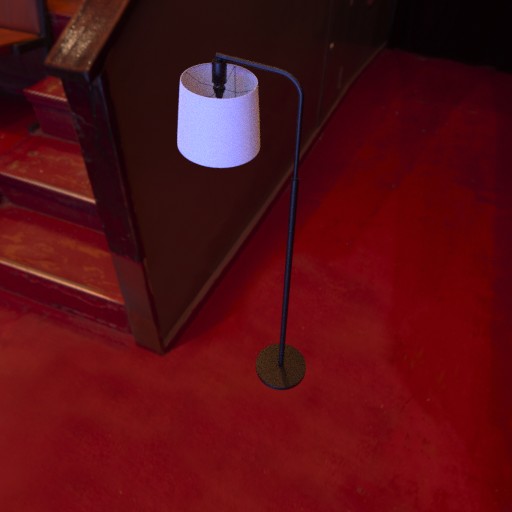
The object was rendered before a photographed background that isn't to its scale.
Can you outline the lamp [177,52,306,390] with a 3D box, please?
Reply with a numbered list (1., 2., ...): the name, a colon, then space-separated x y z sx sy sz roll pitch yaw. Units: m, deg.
1. lamp: 0.000 0.000 1.686 0.508 1.478 0.254 17 48 15
